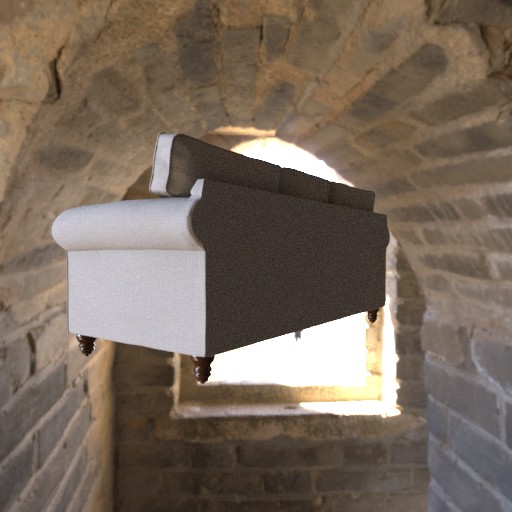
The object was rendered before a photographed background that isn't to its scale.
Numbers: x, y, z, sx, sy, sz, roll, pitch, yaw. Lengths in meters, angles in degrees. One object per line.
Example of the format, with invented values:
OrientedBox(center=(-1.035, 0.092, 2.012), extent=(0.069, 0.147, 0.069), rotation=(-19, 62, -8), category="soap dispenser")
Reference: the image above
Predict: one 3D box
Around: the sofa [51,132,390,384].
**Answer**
OrientedBox(center=(0.000, 0.000, 2.635), extent=(0.916, 0.961, 2.084), rotation=(0, 1, 36), category="sofa")
